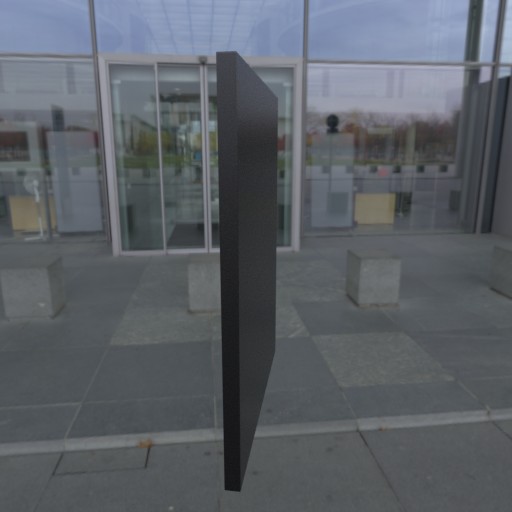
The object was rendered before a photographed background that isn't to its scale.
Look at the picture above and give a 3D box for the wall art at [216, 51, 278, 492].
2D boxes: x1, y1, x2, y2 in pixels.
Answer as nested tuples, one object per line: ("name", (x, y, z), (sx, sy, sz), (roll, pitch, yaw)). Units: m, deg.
("wall art", (0.000, 0.000, 1.616), (0.053, 1.194, 0.950), (2, 14, 8))
